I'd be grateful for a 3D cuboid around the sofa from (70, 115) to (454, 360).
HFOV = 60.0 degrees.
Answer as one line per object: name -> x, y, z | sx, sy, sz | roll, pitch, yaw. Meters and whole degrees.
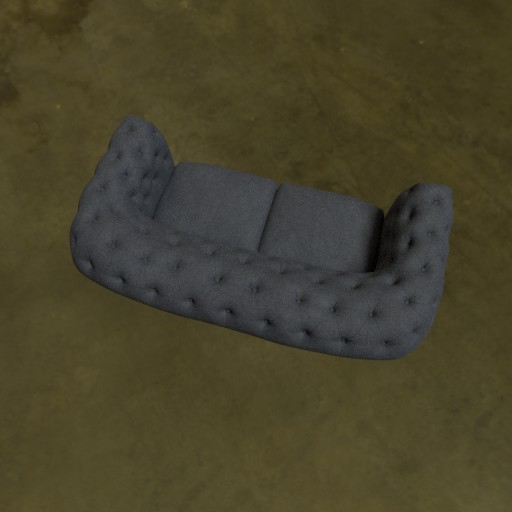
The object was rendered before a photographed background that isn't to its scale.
sofa -> 0.000, 0.000, 2.598 | 1.988, 0.833, 1.082 | 14, 63, 7
